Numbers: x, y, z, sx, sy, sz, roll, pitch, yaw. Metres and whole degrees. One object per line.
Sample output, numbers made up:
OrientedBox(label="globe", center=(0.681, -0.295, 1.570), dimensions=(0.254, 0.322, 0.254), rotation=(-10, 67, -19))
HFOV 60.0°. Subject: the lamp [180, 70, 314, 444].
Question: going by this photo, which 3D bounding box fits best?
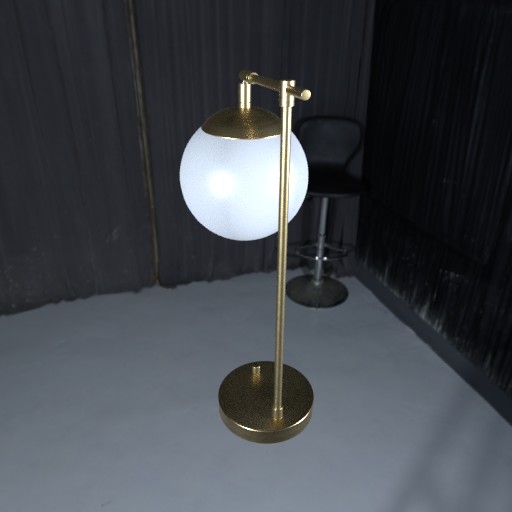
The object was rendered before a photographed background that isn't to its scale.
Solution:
OrientedBox(label="lamp", center=(0.000, 0.000, 0.724), dimensions=(0.207, 0.559, 0.324), rotation=(-9, 29, -17))
